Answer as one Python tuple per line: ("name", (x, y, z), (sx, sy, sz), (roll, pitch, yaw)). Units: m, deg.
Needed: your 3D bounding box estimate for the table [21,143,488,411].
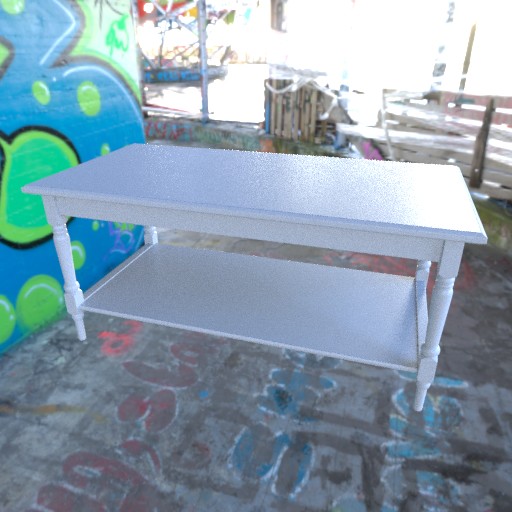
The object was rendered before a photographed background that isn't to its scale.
("table", (0.000, 0.000, 1.351), (1.109, 0.506, 0.551), (8, 27, 15))
